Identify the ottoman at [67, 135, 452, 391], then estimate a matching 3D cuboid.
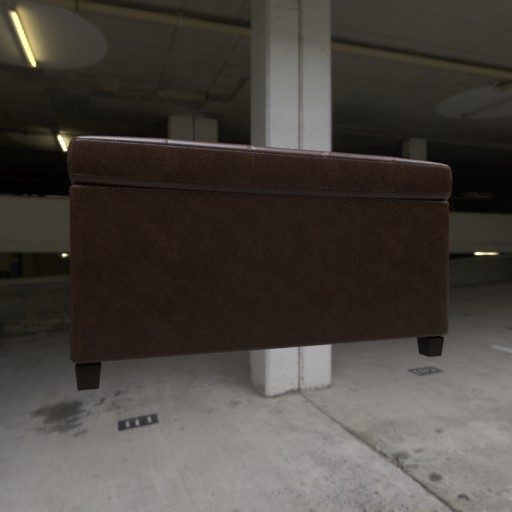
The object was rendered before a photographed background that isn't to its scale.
[{"bbox_3d":[0.000,0.000,1.101,0.838,0.470,0.432,0,1,-19],"label":"ottoman"}]
